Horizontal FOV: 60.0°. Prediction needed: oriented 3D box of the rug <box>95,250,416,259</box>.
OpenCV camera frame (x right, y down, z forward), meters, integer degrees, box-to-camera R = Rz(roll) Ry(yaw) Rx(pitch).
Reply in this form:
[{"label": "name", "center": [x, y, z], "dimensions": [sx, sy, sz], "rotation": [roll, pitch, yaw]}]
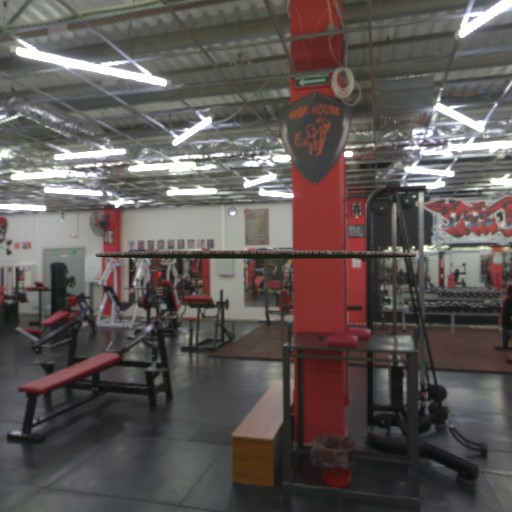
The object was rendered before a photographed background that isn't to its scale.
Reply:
[{"label": "rug", "center": [0.000, 0.000, 2.222], "dimensions": [1.514, 0.015, 1.514], "rotation": [0, -1, 0]}]
